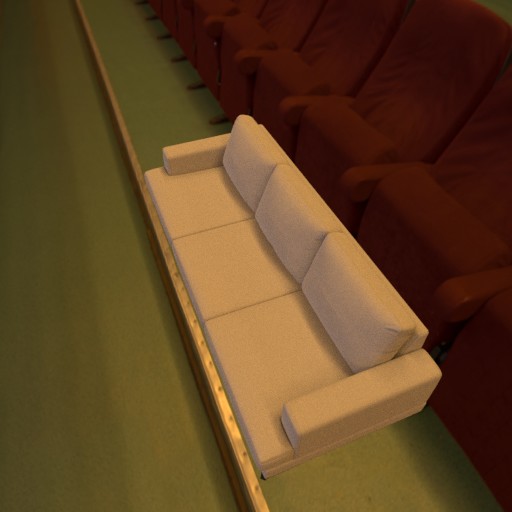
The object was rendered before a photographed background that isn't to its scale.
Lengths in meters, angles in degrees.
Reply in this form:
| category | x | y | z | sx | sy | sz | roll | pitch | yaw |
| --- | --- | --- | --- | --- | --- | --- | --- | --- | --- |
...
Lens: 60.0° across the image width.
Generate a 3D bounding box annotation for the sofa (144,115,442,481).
| category | x | y | z | sx | sy | sz | roll | pitch | yaw |
| --- | --- | --- | --- | --- | --- | --- | --- | --- | --- |
| sofa | 0.000 | 0.000 | 2.742 | 0.920 | 0.810 | 2.310 | -16 | 49 | -15 |
